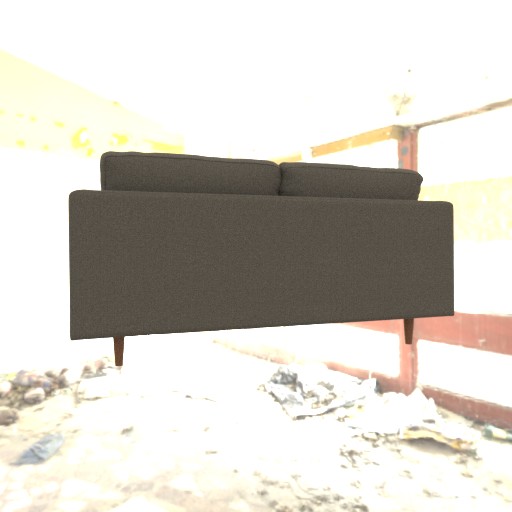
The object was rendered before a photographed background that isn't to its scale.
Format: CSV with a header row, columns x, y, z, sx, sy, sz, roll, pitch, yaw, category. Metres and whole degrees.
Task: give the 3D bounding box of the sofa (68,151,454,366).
x,y,z,sx,sy,sz,roll,pitch,yaw,category
0.000,0.000,2.287,1.713,0.866,0.940,0,1,-18,sofa
